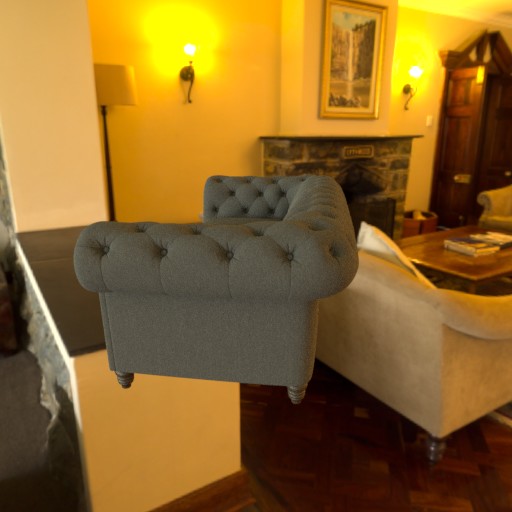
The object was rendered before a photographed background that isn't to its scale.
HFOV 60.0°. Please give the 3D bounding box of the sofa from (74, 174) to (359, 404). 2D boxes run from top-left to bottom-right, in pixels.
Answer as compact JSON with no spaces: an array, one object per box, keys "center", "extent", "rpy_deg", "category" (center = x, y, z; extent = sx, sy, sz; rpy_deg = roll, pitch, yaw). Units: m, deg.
[{"center":[0.000,0.000,2.446],"extent":[0.986,0.764,1.998],"rpy_deg":[2,16,8],"category":"sofa"}]
